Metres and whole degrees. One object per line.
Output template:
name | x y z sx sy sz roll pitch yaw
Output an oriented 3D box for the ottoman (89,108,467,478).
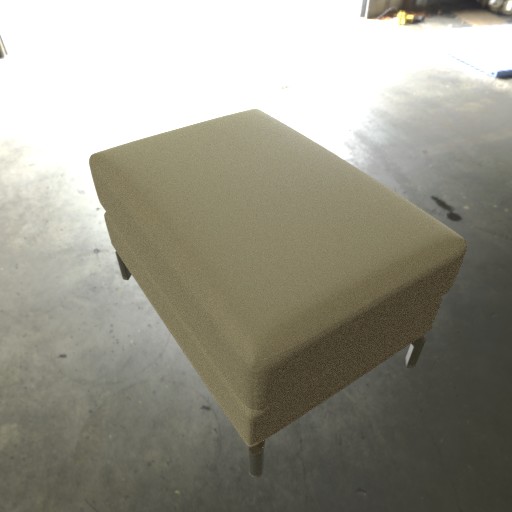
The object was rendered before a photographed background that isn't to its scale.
ottoman | 0.000 0.000 1.216 0.581 0.497 0.835 -24 47 -25
